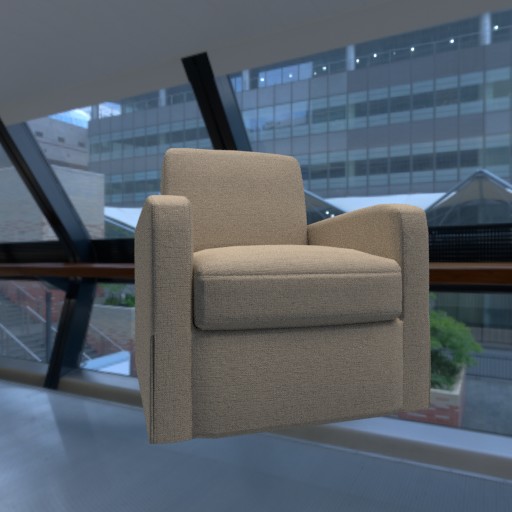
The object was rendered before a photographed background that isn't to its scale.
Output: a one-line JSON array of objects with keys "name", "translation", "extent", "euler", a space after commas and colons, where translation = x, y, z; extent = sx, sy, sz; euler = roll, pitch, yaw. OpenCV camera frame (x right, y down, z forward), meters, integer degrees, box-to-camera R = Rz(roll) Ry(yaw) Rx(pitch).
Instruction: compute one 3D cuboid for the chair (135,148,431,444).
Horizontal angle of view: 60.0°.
[{"name": "chair", "translation": [0.000, 0.000, 1.478], "extent": [0.755, 0.827, 0.888], "euler": [0, 1, -18]}]
